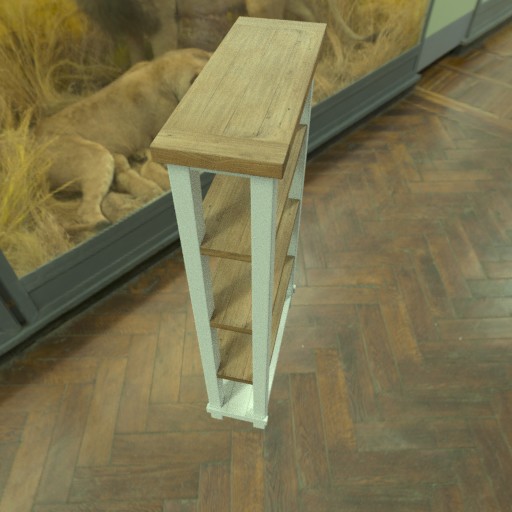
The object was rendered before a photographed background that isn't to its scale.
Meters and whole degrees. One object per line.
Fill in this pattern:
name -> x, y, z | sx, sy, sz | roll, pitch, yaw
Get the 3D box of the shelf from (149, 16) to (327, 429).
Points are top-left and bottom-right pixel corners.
shelf -> 0.000, 0.000, 2.233 | 0.381, 1.878, 1.022 | 9, 48, 9
